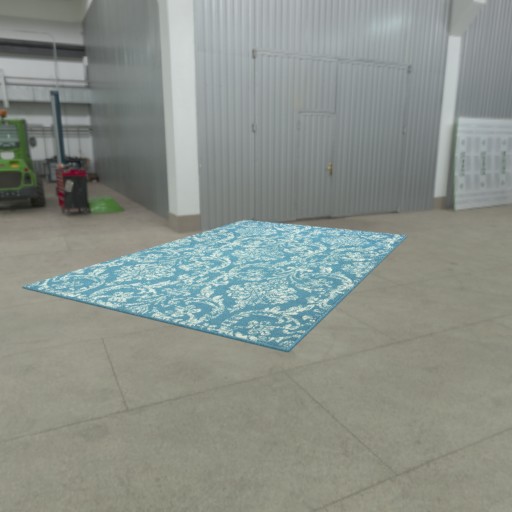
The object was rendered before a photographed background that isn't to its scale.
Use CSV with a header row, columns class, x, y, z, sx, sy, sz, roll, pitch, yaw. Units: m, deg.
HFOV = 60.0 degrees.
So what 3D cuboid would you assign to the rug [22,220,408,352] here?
class,x,y,z,sx,sy,sz,roll,pitch,yaw
rug,0.000,0.000,3.498,1.816,0.018,2.746,8,16,28
